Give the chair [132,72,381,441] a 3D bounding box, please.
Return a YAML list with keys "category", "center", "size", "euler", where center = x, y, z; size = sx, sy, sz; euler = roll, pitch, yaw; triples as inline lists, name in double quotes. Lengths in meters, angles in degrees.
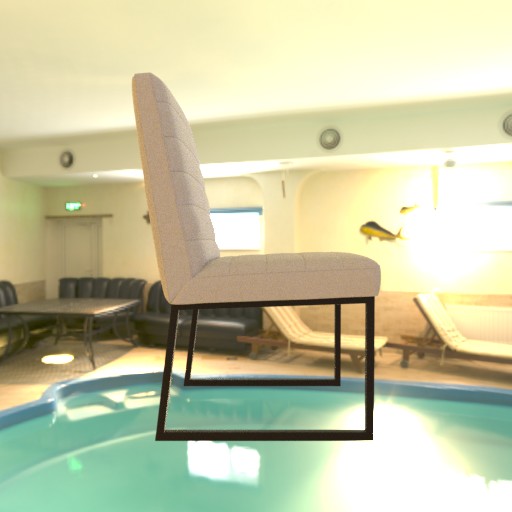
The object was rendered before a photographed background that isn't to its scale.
- category: "chair"
  center: [0.000, 0.000, 1.345]
  size: [0.634, 0.930, 0.520]
  euler: [0, 1, 0]
